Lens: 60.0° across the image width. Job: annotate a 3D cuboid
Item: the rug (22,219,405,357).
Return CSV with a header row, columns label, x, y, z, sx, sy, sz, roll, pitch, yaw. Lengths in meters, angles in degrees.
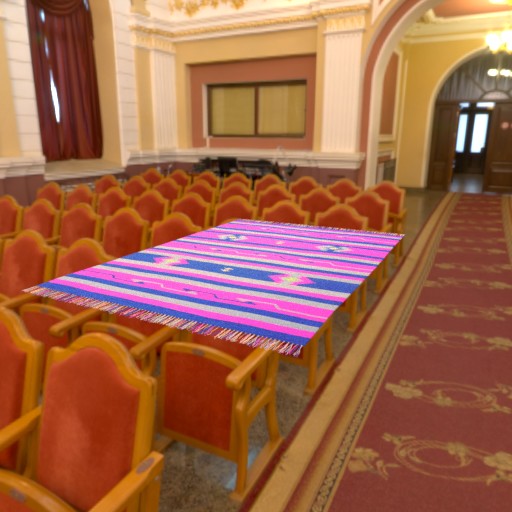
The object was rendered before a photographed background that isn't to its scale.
label,x,y,z,sx,sy,sz,roll,pitch,yaw
rug,0.000,0.000,2.937,1.539,0.013,2.350,8,17,26
